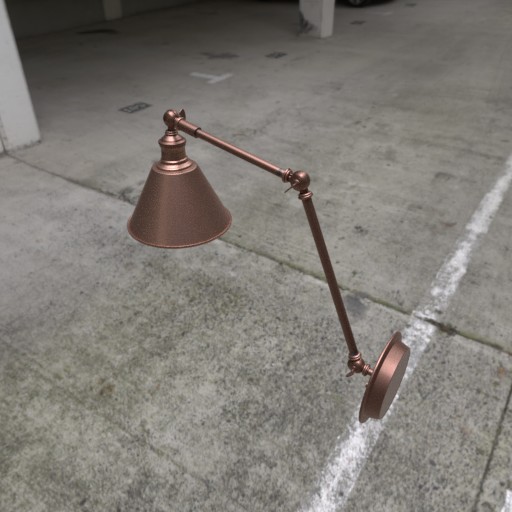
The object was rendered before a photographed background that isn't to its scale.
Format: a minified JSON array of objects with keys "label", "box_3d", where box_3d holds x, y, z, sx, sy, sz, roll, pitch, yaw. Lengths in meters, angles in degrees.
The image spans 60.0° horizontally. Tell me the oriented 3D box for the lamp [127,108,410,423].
[{"label":"lamp","box_3d":[0.000,0.000,0.872,0.624,0.502,0.223,21,39,29]}]
